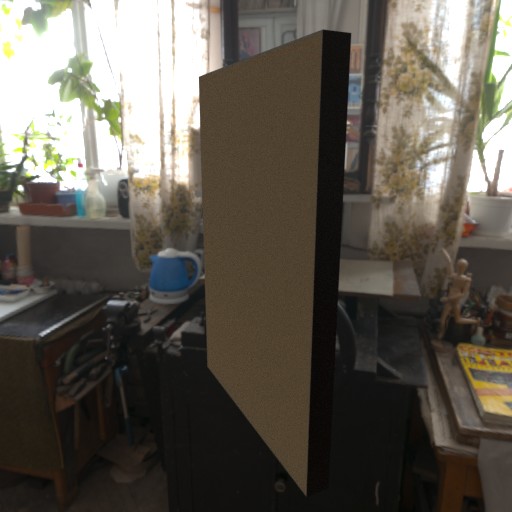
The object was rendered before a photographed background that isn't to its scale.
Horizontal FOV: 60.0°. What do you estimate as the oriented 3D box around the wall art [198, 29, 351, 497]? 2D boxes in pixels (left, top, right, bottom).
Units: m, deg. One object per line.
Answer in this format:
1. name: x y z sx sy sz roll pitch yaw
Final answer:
1. wall art: 0.000 0.000 0.560 0.031 0.457 0.313 -7 16 -25
